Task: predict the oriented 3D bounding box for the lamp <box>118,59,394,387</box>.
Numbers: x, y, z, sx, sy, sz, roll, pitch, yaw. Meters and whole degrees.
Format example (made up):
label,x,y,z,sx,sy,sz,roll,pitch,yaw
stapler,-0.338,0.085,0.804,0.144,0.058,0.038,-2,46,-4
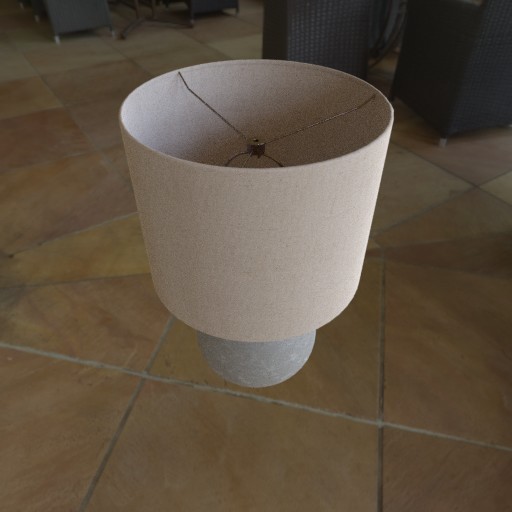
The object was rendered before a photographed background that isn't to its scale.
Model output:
label,x,y,z,sx,sy,sz,roll,pitch,yaw
lamp,0.000,0.000,0.577,0.269,0.409,0.269,11,42,12
